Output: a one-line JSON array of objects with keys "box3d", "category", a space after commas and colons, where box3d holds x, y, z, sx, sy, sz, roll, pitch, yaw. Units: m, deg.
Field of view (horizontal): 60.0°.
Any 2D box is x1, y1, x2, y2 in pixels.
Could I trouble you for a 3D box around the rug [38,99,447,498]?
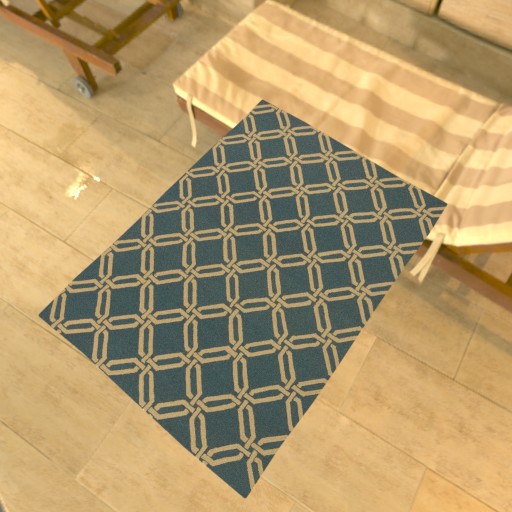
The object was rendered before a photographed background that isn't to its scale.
[{"box3d": [0.000, 0.000, 2.696, 1.524, 0.013, 2.135, 35, 68, 16], "category": "rug"}]
